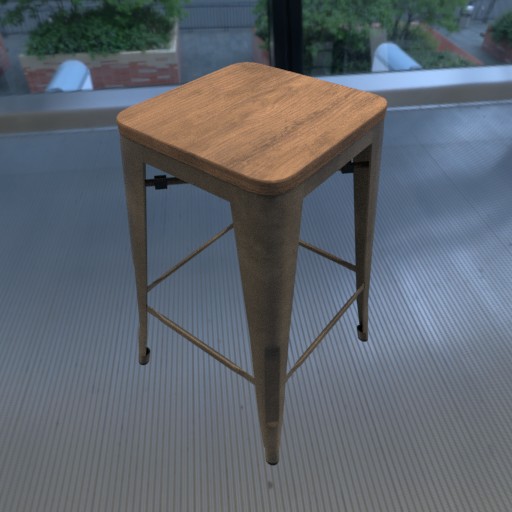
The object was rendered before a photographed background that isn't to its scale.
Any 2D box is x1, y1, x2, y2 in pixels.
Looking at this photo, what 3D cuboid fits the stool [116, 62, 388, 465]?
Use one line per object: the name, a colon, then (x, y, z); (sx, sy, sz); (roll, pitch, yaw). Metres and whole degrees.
stool: (0.000, 0.000, 0.881); (0.407, 0.607, 0.407); (27, 48, 27)
